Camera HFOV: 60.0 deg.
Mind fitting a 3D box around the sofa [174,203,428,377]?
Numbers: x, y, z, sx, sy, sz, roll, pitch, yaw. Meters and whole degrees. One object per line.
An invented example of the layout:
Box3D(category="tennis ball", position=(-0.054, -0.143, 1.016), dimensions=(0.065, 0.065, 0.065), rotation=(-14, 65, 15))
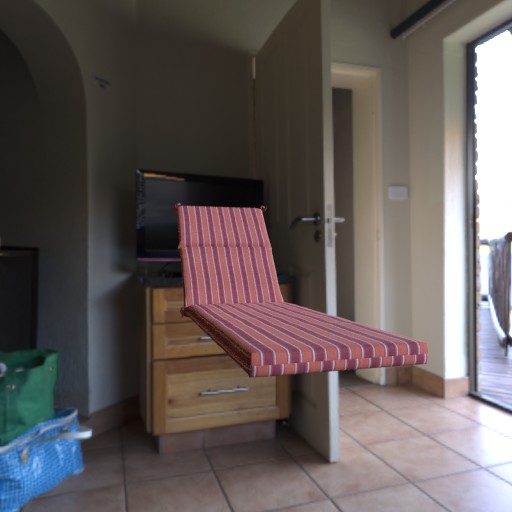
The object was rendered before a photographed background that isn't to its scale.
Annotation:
Box3D(category="sofa", position=(0.000, 0.000, 1.941), dimensions=(0.582, 0.622, 1.663), rotation=(0, 0, -16))
